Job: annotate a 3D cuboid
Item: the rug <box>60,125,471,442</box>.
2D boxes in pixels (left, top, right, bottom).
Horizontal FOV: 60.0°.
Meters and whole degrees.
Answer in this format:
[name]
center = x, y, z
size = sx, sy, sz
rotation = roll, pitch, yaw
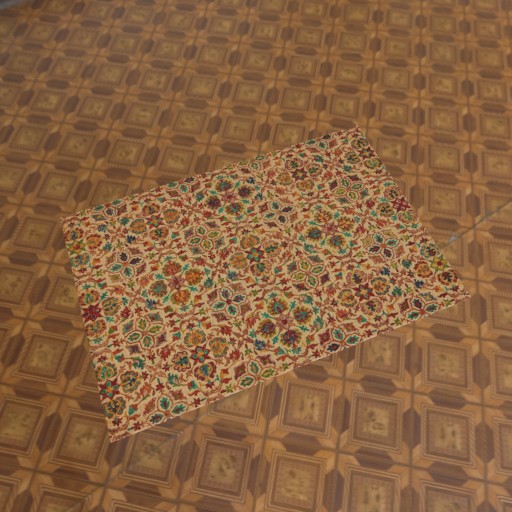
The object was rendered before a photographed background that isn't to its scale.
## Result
[rug]
center = 0.000, 0.000, 2.914
size = 2.297, 0.018, 1.541
rotation = -19, 64, -10
